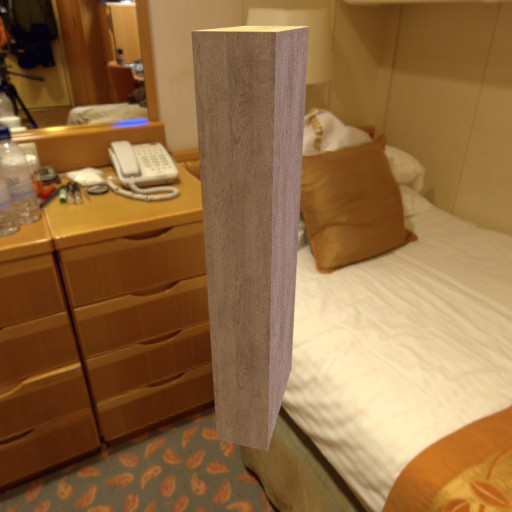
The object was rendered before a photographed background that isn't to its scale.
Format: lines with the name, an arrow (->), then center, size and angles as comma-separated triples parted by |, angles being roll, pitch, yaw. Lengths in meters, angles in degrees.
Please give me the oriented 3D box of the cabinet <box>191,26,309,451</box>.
cabinet -> 0.000, 0.000, 1.782 | 0.250, 1.630, 0.520 | 8, 30, 13
